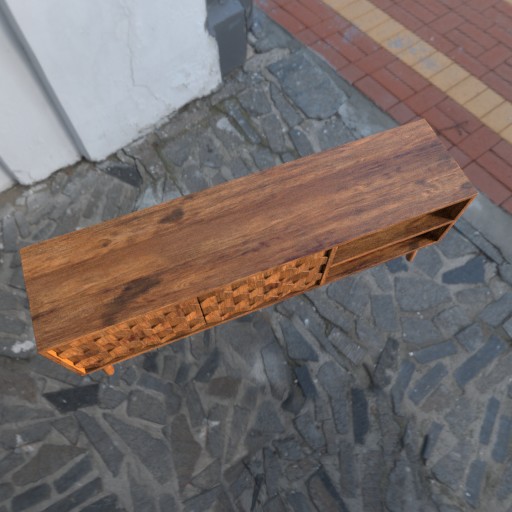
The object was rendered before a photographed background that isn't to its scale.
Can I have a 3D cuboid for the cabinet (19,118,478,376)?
[{"bbox_3d":[0.000,0.000,1.662,1.448,0.528,0.349,-20,66,-9],"label":"cabinet"}]
